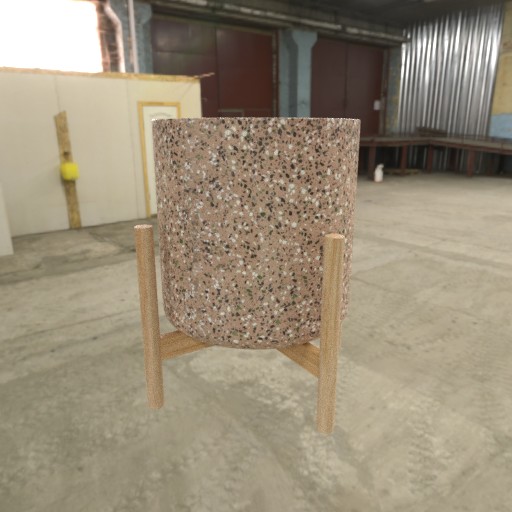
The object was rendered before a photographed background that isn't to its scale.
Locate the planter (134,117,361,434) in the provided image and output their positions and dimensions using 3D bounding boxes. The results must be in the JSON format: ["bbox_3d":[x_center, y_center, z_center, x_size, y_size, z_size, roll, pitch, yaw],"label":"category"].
[{"bbox_3d":[0.000,0.000,0.716,0.360,0.419,0.360,-3,16,-10],"label":"planter"}]
